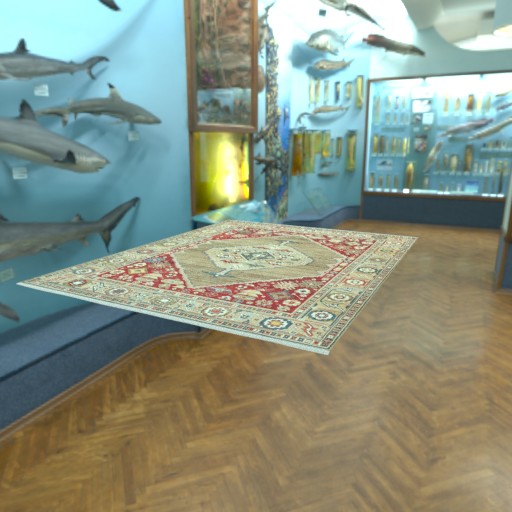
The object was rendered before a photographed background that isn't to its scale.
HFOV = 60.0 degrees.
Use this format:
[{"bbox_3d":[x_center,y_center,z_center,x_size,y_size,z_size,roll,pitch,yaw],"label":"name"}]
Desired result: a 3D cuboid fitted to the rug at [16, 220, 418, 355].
[{"bbox_3d":[0.000,0.000,4.121,2.451,0.008,3.143,8,16,27],"label":"rug"}]
